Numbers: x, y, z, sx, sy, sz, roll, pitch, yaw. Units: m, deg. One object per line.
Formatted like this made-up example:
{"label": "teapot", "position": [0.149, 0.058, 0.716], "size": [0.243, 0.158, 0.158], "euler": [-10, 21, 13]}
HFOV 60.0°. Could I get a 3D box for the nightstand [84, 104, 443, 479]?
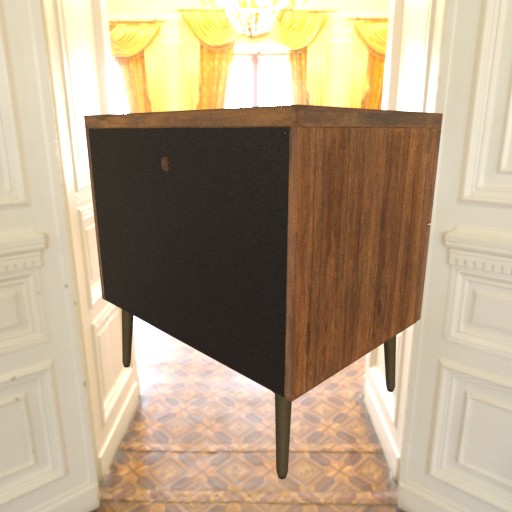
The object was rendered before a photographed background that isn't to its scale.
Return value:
{"label": "nightstand", "position": [0.000, 0.000, 1.003], "size": [0.610, 0.610, 0.458], "euler": [15, 22, 43]}
